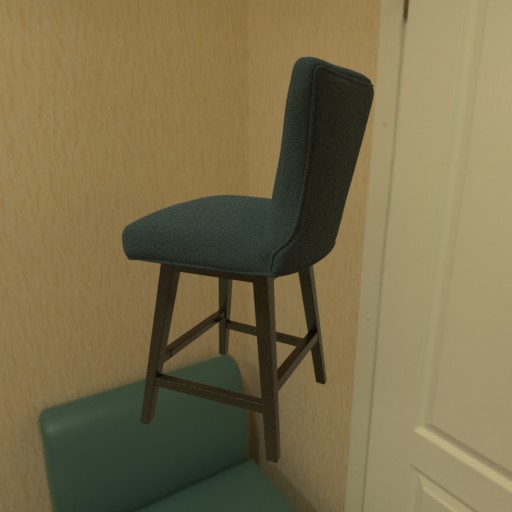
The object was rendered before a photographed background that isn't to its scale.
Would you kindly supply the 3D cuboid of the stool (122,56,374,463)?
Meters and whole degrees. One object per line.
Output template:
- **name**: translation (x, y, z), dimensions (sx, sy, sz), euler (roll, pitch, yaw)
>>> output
- **stool**: translation (0.000, 0.000, 1.306), dimensions (0.574, 1.000, 0.514), euler (8, 18, 25)
